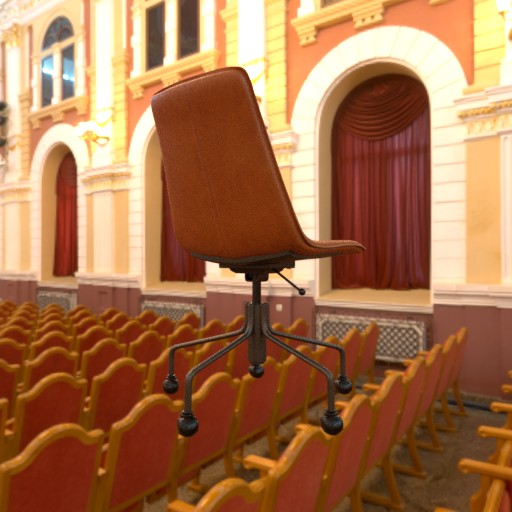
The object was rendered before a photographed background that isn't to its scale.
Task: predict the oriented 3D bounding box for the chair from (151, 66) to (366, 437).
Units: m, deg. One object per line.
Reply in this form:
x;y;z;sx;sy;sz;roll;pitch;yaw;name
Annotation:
0.000;0.000;1.377;0.651;0.920;0.660;0;-1;36;chair
